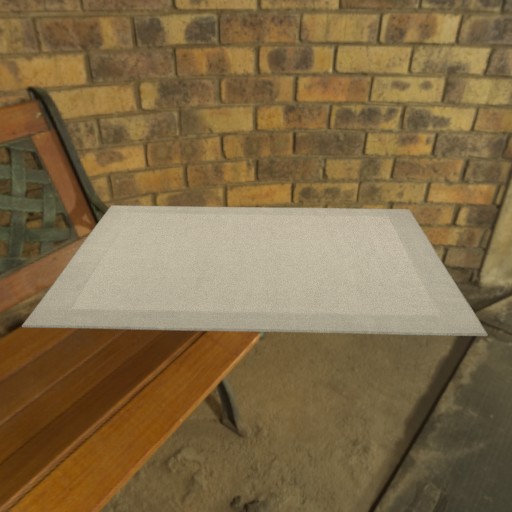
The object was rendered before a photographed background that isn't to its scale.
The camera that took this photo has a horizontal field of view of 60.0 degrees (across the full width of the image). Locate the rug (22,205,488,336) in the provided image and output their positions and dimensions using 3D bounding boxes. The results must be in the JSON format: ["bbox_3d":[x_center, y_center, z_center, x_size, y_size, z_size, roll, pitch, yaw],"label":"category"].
[{"bbox_3d":[0.000,0.000,2.966,2.438,0.014,1.524,1,31,1],"label":"rug"}]
